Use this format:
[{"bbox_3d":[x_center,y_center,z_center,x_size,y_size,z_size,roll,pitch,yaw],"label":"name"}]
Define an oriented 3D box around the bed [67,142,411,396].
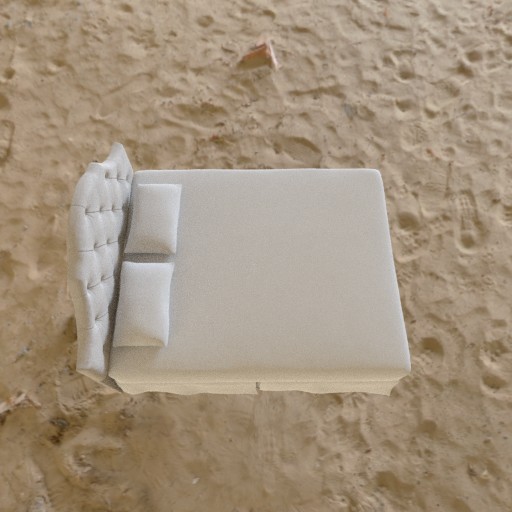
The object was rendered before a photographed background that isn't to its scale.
[{"bbox_3d":[0.000,0.000,3.674,2.477,1.617,2.039,0,65,0],"label":"bed"}]
